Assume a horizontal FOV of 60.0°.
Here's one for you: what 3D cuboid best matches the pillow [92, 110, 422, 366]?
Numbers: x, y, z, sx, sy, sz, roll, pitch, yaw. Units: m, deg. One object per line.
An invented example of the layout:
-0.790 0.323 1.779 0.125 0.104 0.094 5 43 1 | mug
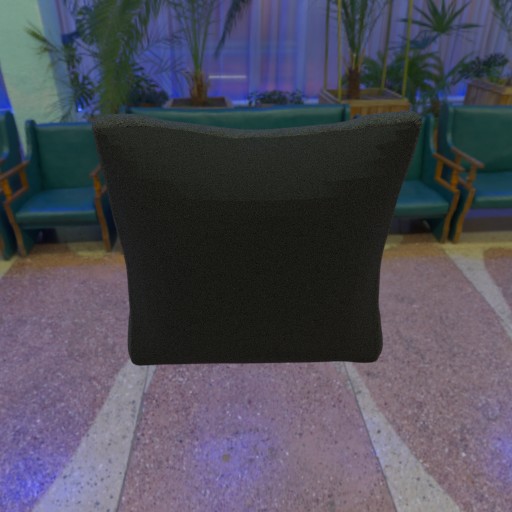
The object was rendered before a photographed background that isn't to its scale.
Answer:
0.000 0.000 0.821 0.533 0.523 0.210 -1 30 -2 | pillow
